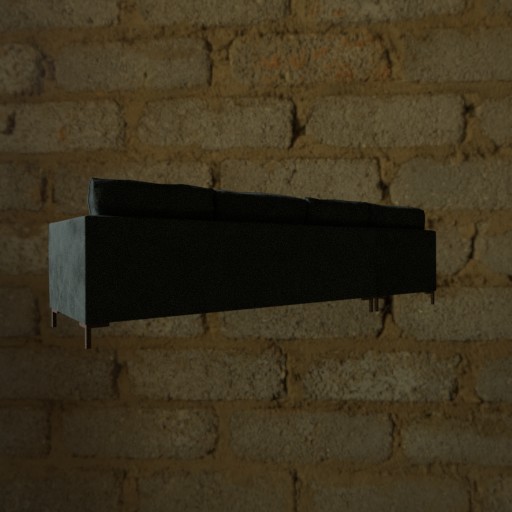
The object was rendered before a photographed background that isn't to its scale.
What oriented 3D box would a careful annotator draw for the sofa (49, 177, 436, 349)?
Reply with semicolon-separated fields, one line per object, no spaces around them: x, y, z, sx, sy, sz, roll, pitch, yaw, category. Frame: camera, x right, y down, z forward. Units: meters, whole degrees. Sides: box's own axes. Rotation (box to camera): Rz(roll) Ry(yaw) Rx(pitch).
0.000;0.000;3.992;3.400;0.967;1.500;-1;1;-36;sofa
